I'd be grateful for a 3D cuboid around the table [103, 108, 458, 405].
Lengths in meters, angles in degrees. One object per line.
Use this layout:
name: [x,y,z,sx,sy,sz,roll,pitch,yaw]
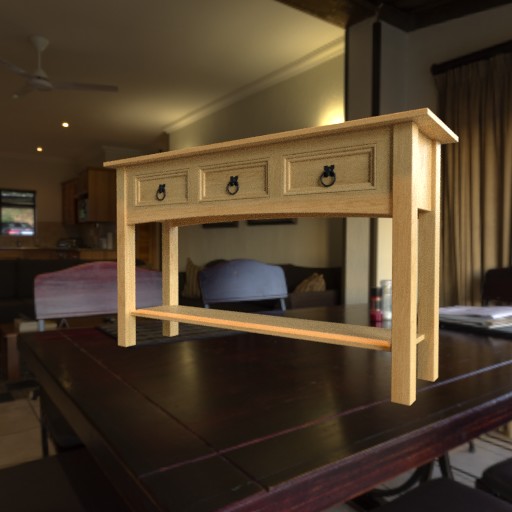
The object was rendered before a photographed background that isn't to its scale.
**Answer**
table: [0.000,0.000,1.555,1.240,0.730,0.350,1,2,35]
